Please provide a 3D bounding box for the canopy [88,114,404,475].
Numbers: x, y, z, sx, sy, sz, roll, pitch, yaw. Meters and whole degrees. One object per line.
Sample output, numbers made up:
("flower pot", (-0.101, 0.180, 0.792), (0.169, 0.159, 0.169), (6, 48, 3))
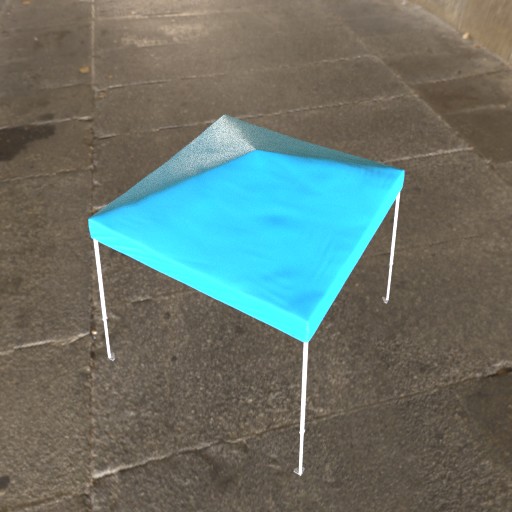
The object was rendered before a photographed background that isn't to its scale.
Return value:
("canopy", (0.000, 0.000, 5.162), (2.849, 2.849, 2.848), (23, 50, 21))
